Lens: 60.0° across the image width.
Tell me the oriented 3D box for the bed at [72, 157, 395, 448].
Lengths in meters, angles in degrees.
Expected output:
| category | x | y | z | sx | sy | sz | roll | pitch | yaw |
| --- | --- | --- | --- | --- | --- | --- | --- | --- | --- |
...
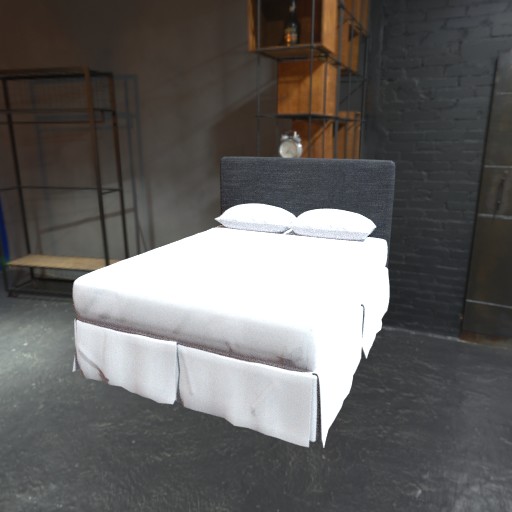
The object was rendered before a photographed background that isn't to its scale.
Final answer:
| category | x | y | z | sx | sy | sz | roll | pitch | yaw |
| --- | --- | --- | --- | --- | --- | --- | --- | --- | --- |
| bed | 0.000 | 0.000 | 3.282 | 1.723 | 1.330 | 2.142 | 7 | 17 | 24 |
